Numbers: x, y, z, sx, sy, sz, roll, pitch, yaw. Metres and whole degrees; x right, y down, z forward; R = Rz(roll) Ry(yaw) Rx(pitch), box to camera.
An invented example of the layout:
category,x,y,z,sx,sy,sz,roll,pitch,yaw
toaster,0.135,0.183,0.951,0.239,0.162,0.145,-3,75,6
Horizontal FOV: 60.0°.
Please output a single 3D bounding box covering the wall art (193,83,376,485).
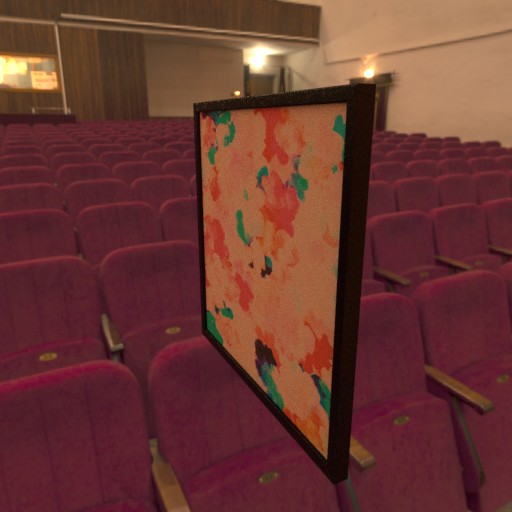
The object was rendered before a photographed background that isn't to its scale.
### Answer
category,x,y,z,sx,sy,sz,roll,pitch,yaw
wall art,0.000,0.000,1.113,0.036,0.755,0.756,-8,18,-26
